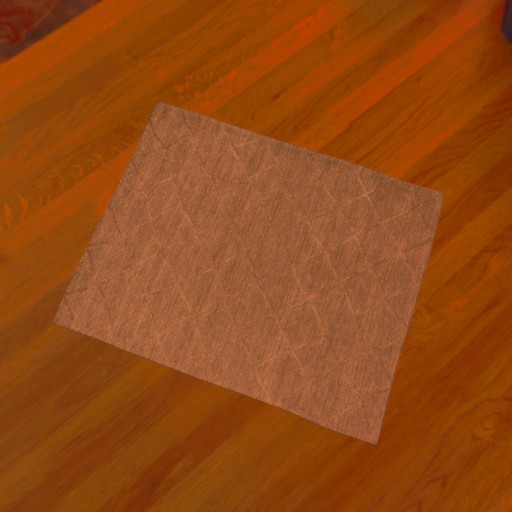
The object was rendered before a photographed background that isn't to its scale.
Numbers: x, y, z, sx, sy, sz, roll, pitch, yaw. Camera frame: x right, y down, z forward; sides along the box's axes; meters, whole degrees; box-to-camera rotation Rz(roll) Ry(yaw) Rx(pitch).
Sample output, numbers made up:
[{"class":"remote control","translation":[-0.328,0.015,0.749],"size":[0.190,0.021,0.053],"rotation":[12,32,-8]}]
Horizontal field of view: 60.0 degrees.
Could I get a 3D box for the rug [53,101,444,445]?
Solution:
[{"class":"rug","translation":[0.000,0.000,4.143],"size":[3.048,0.013,2.438],"rotation":[19,76,5]}]
